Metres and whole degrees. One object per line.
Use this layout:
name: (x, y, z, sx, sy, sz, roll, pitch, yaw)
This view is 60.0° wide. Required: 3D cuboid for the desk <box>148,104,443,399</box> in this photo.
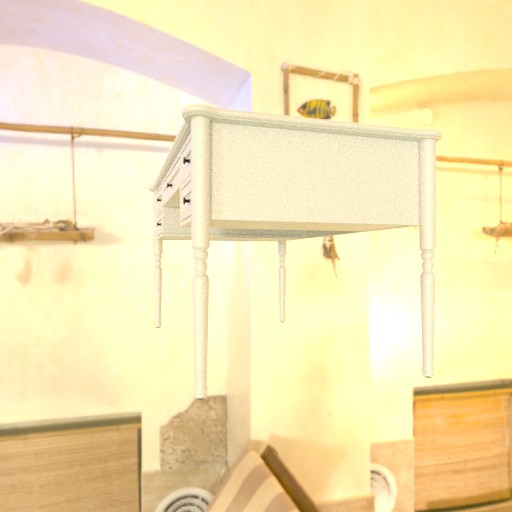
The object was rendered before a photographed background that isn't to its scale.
desk: (0.000, 0.000, 1.880, 0.807, 0.762, 1.380, 0, -1, -17)
